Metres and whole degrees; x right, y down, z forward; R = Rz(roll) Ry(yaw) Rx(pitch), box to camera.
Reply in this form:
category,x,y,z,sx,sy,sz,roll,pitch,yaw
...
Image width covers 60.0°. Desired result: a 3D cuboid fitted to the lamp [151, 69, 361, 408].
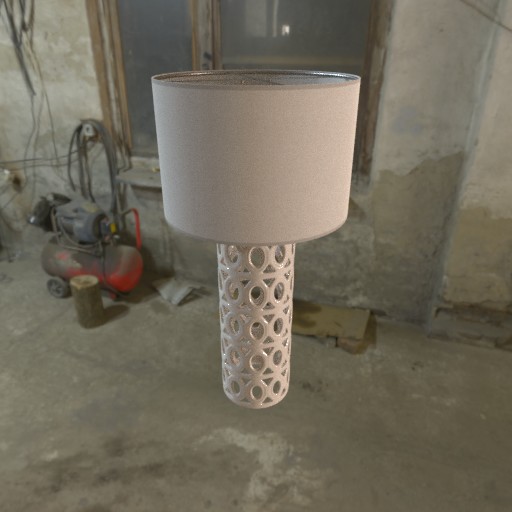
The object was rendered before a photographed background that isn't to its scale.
category,x,y,z,sx,sy,sz,roll,pitch,yaw
lamp,0.000,0.000,0.843,0.325,0.636,0.324,-8,27,-17
